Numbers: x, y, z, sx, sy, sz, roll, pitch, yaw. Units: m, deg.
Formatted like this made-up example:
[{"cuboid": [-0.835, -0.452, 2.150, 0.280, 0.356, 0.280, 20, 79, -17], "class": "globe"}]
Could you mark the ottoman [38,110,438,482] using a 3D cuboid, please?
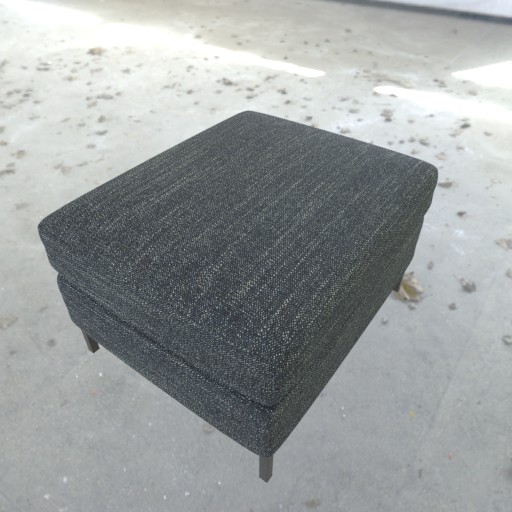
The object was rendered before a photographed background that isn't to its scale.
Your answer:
[{"cuboid": [0.000, 0.000, 1.199, 0.667, 0.491, 0.814, 25, 46, 27], "class": "ottoman"}]
